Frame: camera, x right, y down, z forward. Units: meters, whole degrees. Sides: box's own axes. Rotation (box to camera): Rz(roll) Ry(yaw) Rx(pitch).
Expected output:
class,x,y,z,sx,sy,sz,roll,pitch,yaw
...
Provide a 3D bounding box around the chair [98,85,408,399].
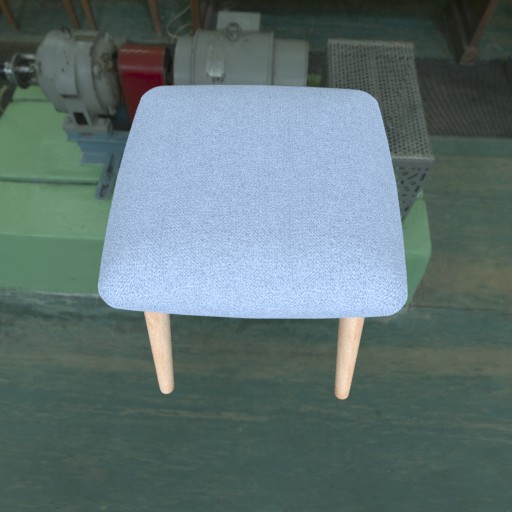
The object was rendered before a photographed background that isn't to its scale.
class,x,y,z,sx,sy,sz,roll,pitch,yaw
chair,0.000,0.000,0.705,0.350,0.440,0.350,1,60,1
